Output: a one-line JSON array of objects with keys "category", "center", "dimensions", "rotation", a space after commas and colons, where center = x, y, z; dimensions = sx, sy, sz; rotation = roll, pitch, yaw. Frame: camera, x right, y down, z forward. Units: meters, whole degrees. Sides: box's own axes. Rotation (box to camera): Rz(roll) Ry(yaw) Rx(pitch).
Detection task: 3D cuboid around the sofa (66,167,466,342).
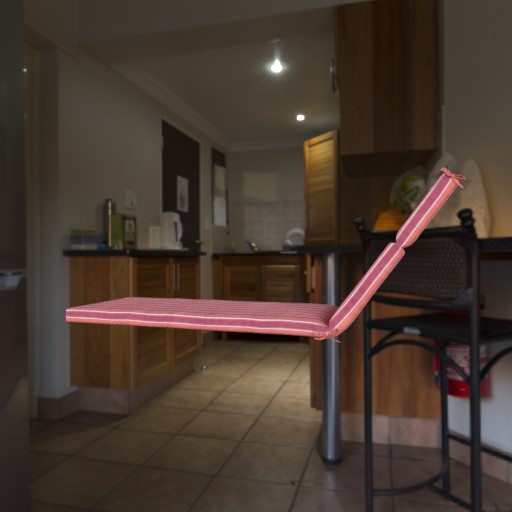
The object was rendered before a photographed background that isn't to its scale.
[{"category": "sofa", "center": [0.000, 0.000, 1.998], "dimensions": [1.663, 0.622, 0.582], "rotation": [0, 1, 18]}]
